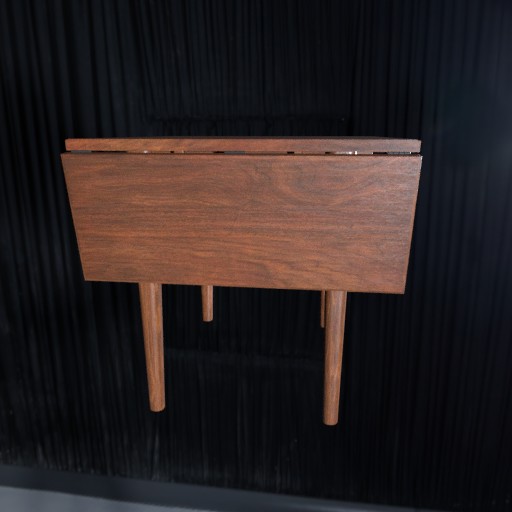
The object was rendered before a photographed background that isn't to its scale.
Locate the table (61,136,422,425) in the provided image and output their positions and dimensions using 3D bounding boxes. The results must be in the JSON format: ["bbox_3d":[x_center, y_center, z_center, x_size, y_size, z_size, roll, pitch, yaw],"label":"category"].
[{"bbox_3d":[0.000,0.000,1.476,0.812,0.763,0.843,2,16,7],"label":"table"}]
